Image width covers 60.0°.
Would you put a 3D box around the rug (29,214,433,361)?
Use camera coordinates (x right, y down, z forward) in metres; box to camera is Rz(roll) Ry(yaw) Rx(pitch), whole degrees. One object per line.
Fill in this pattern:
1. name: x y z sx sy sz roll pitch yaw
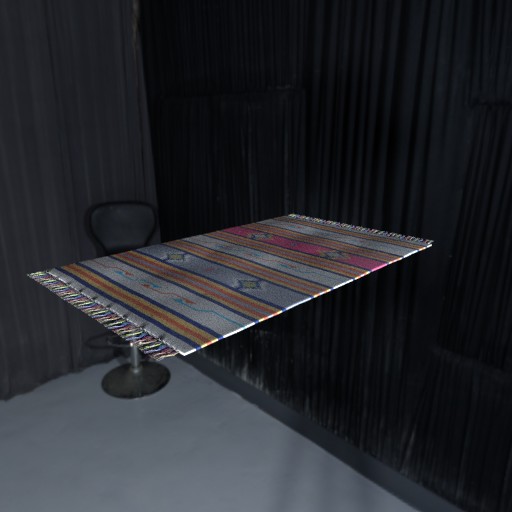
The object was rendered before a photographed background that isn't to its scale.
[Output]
1. rug: 0.000 0.000 2.256 1.084 0.013 1.849 17 24 42
